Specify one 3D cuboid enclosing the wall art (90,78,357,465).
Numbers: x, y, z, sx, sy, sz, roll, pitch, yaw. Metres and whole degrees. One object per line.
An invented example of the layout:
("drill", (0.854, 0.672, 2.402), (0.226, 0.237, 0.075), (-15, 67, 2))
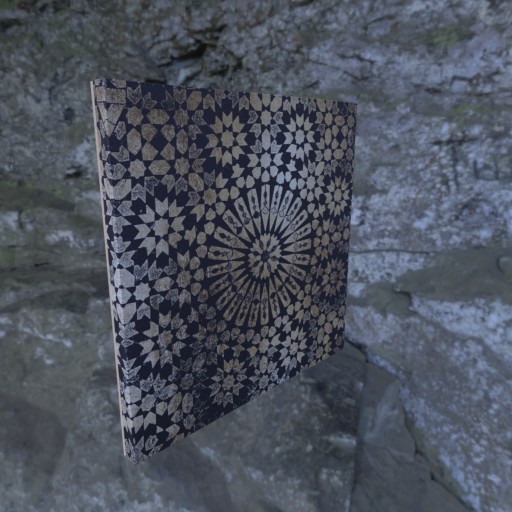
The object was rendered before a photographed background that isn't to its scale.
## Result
("wall art", (0.000, 0.000, 0.889), (0.612, 0.612, 0.038), (-14, 21, -43))
